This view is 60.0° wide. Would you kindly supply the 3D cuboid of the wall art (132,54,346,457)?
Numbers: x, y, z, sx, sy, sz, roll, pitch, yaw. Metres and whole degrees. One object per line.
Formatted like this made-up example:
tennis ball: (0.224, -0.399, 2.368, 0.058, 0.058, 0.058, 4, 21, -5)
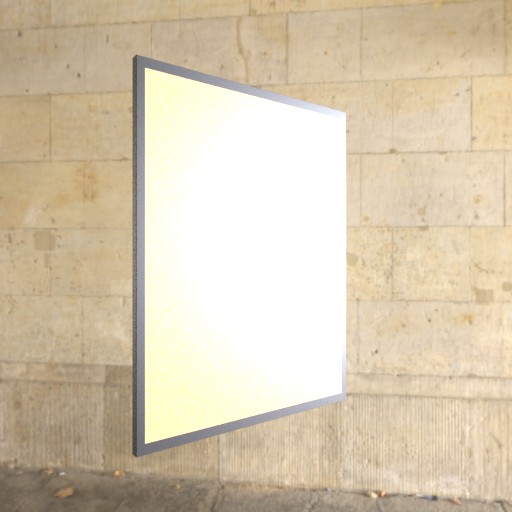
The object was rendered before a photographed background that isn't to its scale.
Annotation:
wall art: (0.000, 0.000, 1.368, 0.774, 1.027, 0.030, 0, 0, -36)
